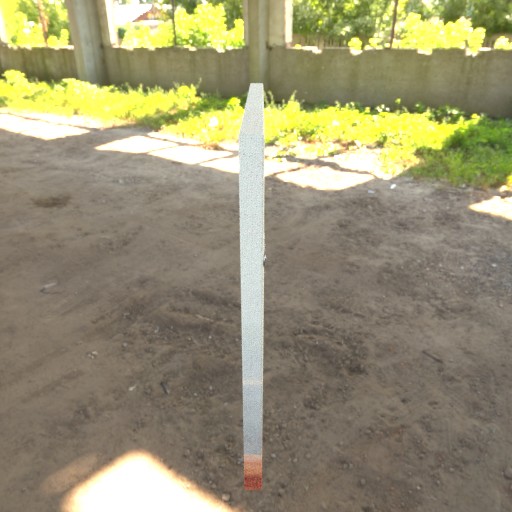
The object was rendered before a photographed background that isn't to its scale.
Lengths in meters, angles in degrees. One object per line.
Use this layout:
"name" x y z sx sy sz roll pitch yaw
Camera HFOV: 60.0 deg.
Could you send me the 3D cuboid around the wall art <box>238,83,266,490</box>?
"wall art" 0.000 0.000 0.605 0.023 0.405 0.405 0 26 1
